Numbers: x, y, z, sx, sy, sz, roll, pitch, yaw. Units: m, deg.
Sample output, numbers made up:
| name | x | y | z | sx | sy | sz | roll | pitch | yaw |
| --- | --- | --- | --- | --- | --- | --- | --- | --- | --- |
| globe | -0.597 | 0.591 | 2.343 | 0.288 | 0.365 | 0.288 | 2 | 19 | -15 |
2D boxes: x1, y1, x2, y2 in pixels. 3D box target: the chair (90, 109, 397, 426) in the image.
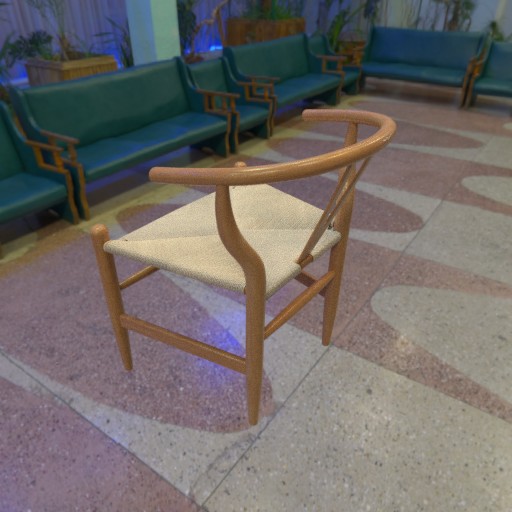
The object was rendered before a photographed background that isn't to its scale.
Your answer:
| name | x | y | z | sx | sy | sz | roll | pitch | yaw |
| --- | --- | --- | --- | --- | --- | --- | --- | --- | --- |
| chair | 0.000 | 0.000 | 1.142 | 0.579 | 0.730 | 0.569 | 23 | 39 | 31 |
